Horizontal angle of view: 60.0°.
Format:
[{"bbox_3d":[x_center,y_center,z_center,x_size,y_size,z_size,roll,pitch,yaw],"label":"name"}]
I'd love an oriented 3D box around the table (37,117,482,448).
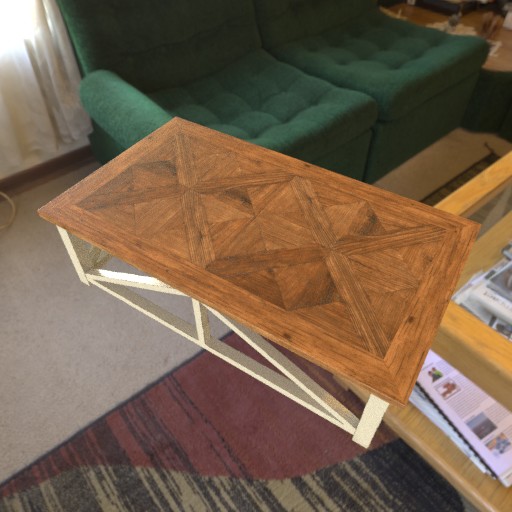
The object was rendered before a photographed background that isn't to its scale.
[{"bbox_3d":[0.000,0.000,1.754,1.400,0.410,0.800,25,51,22],"label":"table"}]
